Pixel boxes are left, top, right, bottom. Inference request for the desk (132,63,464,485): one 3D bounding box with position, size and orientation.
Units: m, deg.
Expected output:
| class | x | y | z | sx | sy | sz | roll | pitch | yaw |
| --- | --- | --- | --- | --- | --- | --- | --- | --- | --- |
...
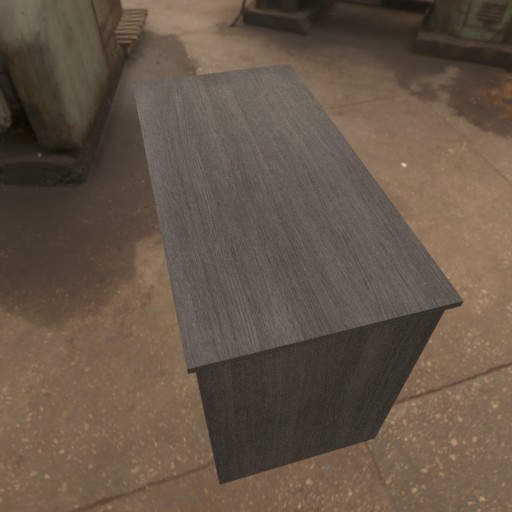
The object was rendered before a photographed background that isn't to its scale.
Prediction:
| class | x | y | z | sx | sy | sz | roll | pitch | yaw |
| --- | --- | --- | --- | --- | --- | --- | --- | --- | --- |
| desk | 0.000 | 0.000 | 1.464 | 0.560 | 0.735 | 1.097 | -12 | 49 | -10 |
